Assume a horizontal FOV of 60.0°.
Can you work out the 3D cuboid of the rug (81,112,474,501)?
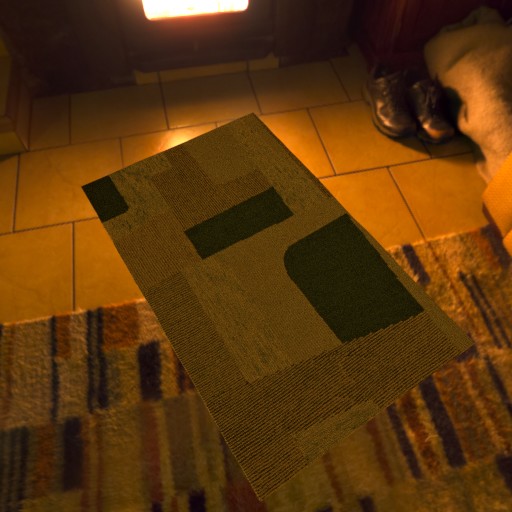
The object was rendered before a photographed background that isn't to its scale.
[{"bbox_3d":[0.000,0.000,2.955,1.521,0.015,2.436,-29,62,-17],"label":"rug"}]
